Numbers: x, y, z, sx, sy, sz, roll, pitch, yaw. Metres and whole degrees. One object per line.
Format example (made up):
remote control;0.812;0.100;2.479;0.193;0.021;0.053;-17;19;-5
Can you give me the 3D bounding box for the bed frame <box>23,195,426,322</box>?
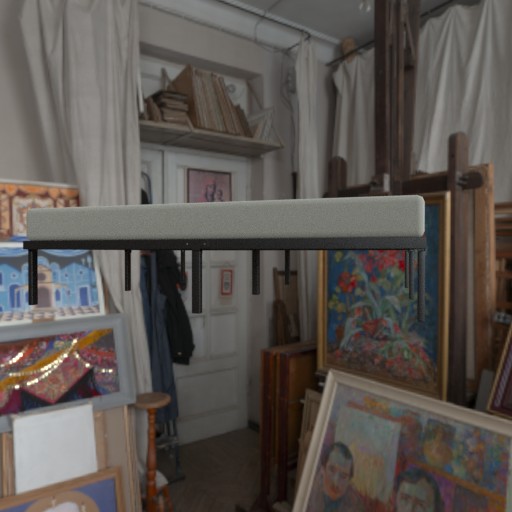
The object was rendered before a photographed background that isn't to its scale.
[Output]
bed frame;0.000;0.000;3.902;2.635;0.680;2.526;0;1;17
